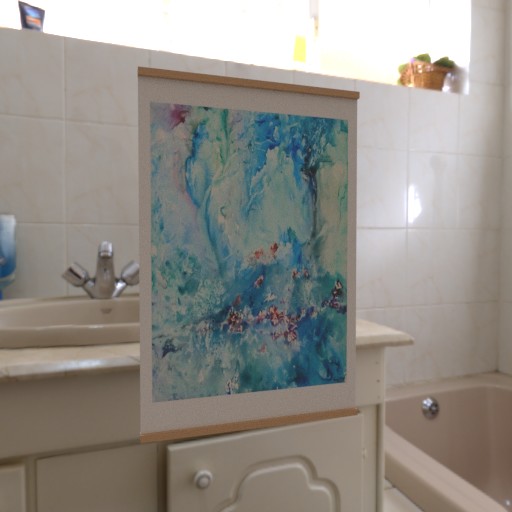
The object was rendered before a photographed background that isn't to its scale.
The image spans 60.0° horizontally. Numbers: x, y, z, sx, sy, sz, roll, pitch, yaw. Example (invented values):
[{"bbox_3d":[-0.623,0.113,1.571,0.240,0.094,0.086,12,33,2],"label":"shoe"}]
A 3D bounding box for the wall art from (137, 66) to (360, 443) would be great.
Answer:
[{"bbox_3d":[0.000,0.000,0.656,0.335,0.510,0.013,-1,2,-17],"label":"wall art"}]
